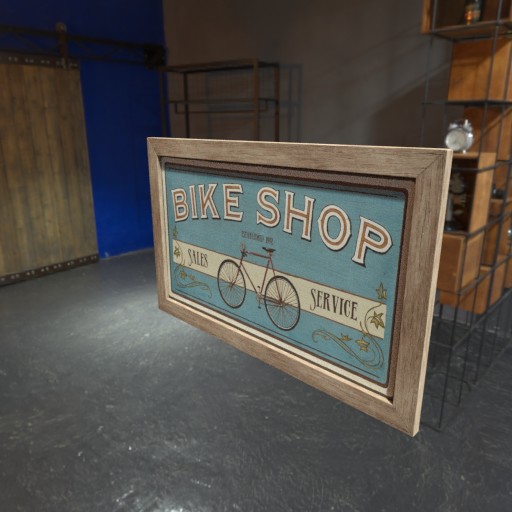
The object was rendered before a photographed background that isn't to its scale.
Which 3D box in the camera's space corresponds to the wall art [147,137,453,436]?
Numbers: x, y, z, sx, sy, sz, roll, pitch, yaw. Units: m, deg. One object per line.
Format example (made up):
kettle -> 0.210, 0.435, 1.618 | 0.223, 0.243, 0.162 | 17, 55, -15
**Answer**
wall art -> 0.000, 0.000, 0.961 | 0.780, 0.480, 0.021 | 16, 23, 43
